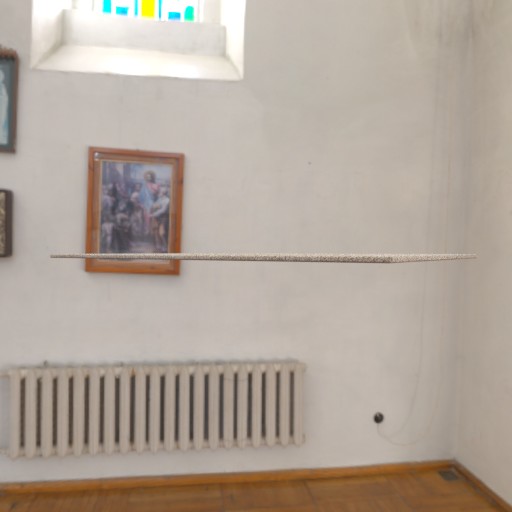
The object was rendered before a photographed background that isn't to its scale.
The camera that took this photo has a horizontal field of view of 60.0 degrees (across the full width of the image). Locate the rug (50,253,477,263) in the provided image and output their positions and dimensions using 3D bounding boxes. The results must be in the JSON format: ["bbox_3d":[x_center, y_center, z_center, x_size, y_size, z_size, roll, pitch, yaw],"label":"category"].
[{"bbox_3d":[0.000,0.000,3.372,2.743,0.030,1.778,0,1,37],"label":"rug"}]
